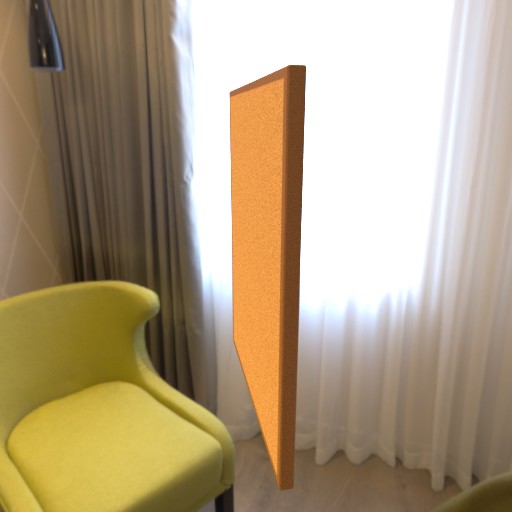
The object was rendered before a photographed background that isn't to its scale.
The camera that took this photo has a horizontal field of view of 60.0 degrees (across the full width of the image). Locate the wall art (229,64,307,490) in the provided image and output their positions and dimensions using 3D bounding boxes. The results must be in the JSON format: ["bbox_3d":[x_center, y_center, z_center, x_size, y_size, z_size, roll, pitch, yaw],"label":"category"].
[{"bbox_3d":[0.000,0.000,0.517,0.015,0.379,0.310,-3,17,-11],"label":"wall art"}]
